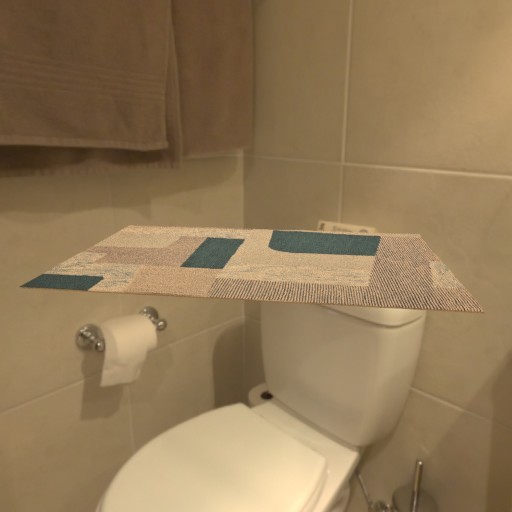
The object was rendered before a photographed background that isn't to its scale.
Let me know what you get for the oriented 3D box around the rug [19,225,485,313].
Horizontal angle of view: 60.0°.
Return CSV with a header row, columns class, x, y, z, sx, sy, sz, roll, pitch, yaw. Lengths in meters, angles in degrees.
class,x,y,z,sx,sy,sz,roll,pitch,yaw
rug,0.000,0.000,3.005,2.436,0.015,1.521,2,17,8
